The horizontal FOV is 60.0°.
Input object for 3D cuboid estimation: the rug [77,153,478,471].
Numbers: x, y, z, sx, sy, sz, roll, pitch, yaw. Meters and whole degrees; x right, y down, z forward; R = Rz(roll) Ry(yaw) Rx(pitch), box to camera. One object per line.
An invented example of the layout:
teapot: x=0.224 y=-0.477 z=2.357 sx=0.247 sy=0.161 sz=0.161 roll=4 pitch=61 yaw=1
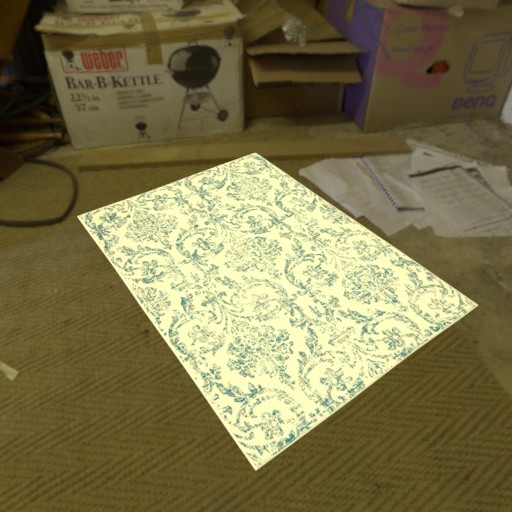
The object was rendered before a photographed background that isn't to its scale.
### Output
rug: x=0.000 y=0.000 z=2.871 sx=1.586 sy=0.014 sz=2.197 roll=-26 pitch=48 yaw=-26
